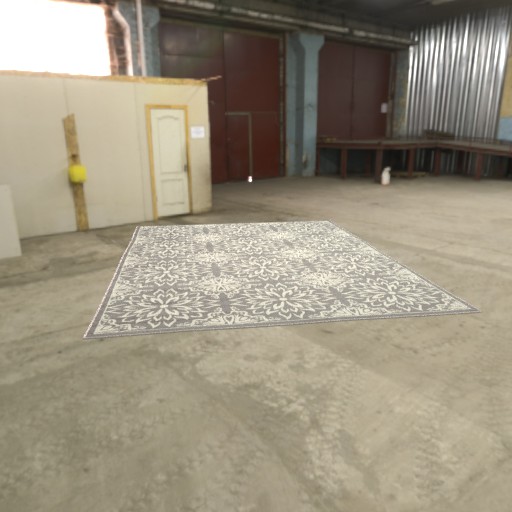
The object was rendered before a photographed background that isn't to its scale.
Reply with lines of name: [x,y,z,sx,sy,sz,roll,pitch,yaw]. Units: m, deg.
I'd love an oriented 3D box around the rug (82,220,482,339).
rug: [0.000,0.000,3.973,2.363,0.012,2.980,-2,16,-9]
